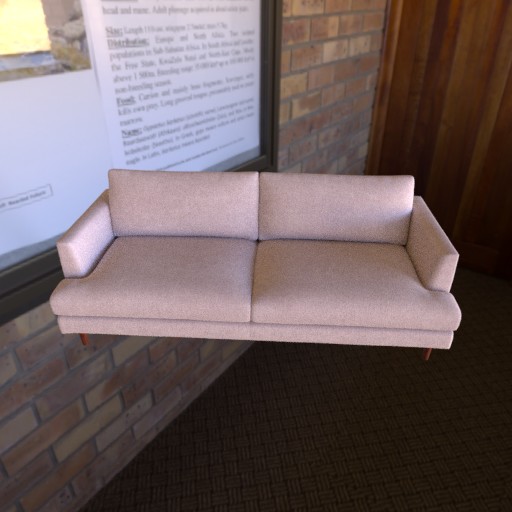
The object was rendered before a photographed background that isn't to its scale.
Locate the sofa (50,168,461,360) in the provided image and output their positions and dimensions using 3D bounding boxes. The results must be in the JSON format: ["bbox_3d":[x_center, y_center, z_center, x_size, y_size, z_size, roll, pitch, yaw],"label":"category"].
[{"bbox_3d":[0.000,0.000,2.812,2.250,0.868,1.020,2,31,3],"label":"sofa"}]
